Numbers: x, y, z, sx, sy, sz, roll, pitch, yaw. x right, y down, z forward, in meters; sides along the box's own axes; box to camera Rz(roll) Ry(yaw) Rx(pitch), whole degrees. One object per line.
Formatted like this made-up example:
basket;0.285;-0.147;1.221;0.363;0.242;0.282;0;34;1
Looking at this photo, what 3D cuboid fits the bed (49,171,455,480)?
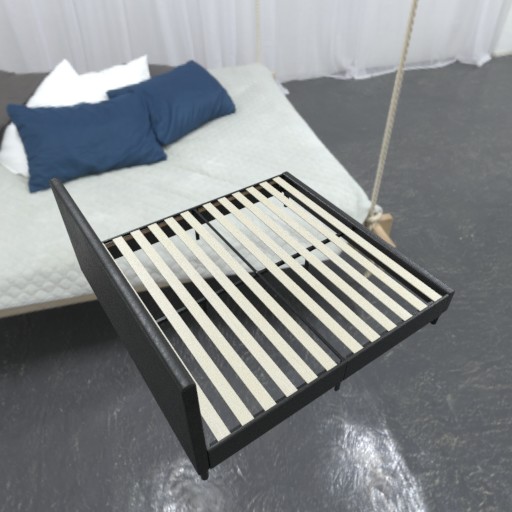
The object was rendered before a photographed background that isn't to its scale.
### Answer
bed;0.000;0.000;3.293;2.152;1.046;2.018;-25;47;-25
